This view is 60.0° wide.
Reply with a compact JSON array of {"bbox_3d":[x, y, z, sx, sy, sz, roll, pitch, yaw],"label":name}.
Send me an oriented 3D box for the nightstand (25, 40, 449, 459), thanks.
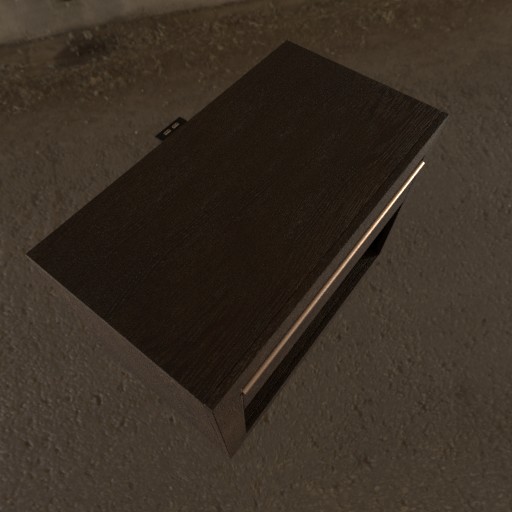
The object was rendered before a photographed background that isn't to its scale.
[{"bbox_3d":[0.000,0.000,1.120,0.457,0.612,0.775,34,65,18],"label":"nightstand"}]
